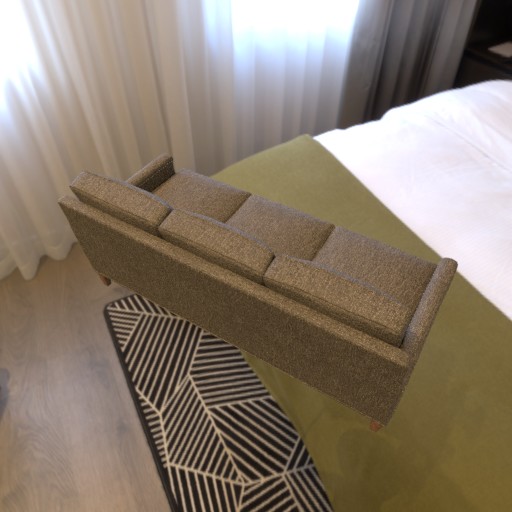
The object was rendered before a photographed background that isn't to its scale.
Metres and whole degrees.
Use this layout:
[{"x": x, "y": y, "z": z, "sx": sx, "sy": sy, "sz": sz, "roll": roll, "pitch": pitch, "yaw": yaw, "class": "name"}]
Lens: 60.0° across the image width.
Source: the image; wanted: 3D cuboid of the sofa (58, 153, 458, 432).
[{"x": 0.000, "y": 0.000, "z": 2.825, "sx": 2.246, "sy": 1.003, "sz": 1.084, "roll": 24, "pitch": 50, "yaw": 22, "class": "sofa"}]
